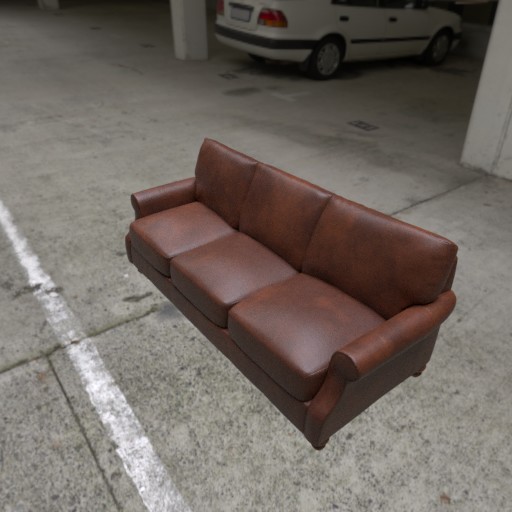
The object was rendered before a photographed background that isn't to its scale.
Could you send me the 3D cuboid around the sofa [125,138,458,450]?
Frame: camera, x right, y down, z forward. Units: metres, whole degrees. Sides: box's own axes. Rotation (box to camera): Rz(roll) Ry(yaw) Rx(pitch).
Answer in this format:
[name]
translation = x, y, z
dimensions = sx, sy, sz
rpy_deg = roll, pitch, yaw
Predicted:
[sofa]
translation = 0.000, 0.000, 2.892
dimensions = 0.973, 0.977, 2.351
rpy_deg = -22, 37, -31
